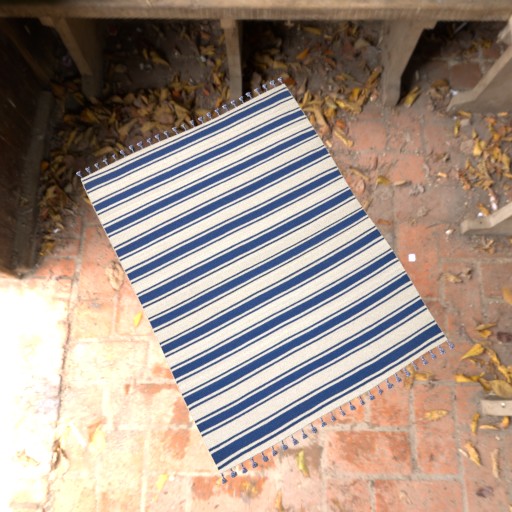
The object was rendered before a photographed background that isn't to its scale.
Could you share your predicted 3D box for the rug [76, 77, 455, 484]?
[{"bbox_3d":[0.000,0.000,4.412,2.471,0.016,3.416,-27,76,-7],"label":"rug"}]
